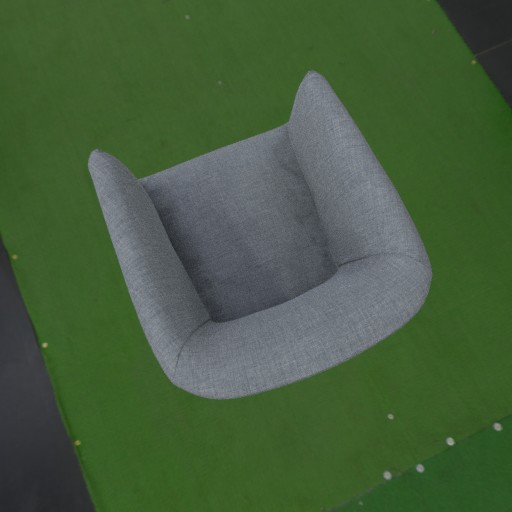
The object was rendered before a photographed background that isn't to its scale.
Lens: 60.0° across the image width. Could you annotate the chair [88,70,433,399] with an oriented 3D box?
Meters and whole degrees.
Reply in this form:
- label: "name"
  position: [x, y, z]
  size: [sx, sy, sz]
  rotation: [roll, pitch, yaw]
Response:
- label: "chair"
  position: [0.000, 0.000, 1.237]
  size: [0.600, 0.771, 0.668]
  rotation: [-22, 77, -6]
